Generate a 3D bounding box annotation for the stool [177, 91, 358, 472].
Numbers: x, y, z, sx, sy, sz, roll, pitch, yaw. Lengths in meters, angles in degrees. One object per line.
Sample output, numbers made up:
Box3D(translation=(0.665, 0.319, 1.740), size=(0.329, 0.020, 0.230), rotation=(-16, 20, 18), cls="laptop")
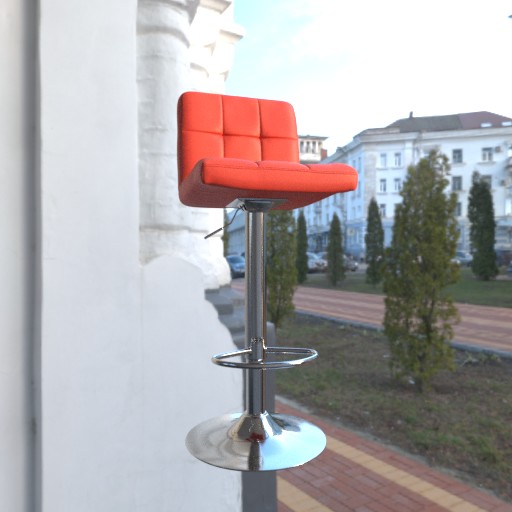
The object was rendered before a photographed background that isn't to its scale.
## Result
Box3D(translation=(0.000, 0.000, 1.344), size=(0.430, 1.115, 0.505), rotation=(0, 0, -17), cls="stool")
